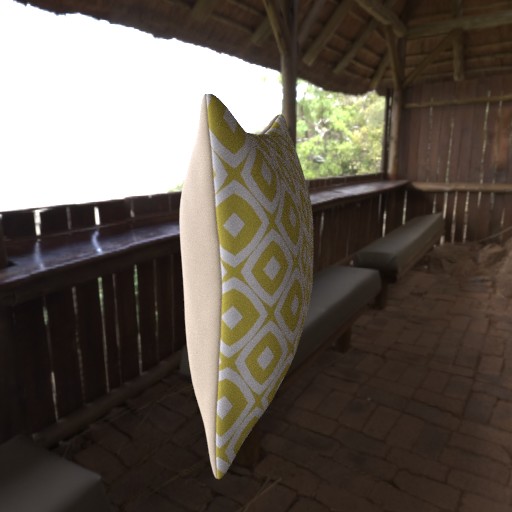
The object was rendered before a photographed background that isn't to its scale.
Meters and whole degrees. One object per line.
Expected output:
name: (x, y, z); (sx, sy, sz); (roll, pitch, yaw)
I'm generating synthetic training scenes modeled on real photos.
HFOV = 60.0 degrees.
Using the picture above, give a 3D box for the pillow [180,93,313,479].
pillow: (0.000, 0.000, 0.770); (0.188, 0.494, 0.504); (3, 15, 12)
